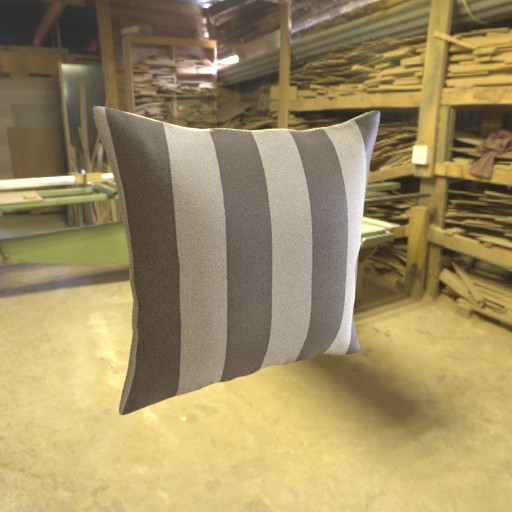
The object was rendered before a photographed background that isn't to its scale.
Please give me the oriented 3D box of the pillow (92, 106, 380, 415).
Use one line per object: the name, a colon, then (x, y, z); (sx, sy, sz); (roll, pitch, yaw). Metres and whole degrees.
pillow: (0.000, 0.000, 0.800); (0.522, 0.507, 0.192); (-8, 18, -26)
